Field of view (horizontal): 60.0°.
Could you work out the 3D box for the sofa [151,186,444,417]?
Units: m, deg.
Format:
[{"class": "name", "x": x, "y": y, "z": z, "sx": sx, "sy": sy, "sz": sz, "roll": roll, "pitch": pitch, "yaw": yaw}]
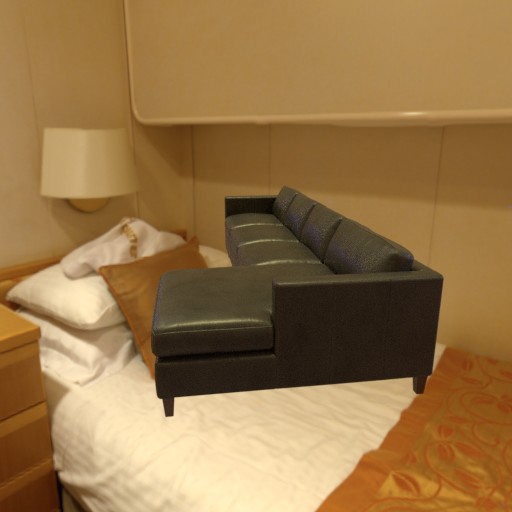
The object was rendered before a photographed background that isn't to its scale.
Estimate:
[{"class": "sofa", "x": 0.000, "y": 0.000, "z": 3.869, "sx": 1.581, "sy": 0.883, "sz": 3.203, "roll": -2, "pitch": 16, "yaw": -8}]
